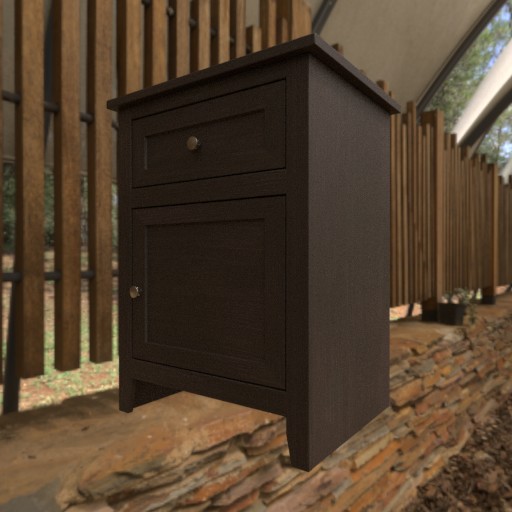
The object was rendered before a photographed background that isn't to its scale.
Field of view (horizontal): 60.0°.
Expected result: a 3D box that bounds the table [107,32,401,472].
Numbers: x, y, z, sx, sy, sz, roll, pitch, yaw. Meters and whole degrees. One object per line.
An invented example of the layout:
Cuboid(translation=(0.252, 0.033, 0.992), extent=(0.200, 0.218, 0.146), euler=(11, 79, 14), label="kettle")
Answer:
Cuboid(translation=(0.000, 0.000, 0.922), extent=(0.480, 0.635, 0.381), euler=(0, 0, 36), label="table")
